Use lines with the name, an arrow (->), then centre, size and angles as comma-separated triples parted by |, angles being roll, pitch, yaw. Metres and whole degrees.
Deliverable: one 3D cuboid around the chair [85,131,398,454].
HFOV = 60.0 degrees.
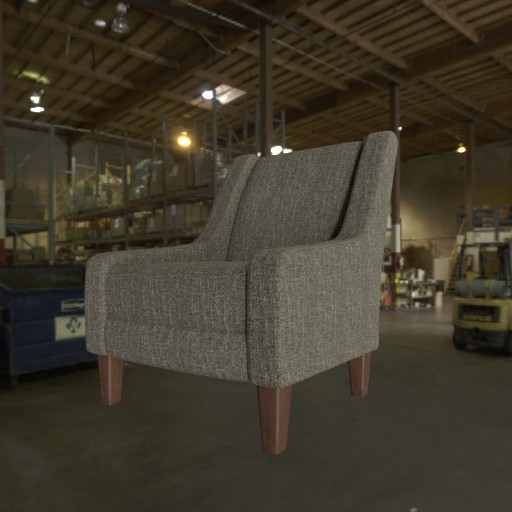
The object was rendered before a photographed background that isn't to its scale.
chair -> 0.000, 0.000, 1.656 | 0.793, 1.012, 0.944 | -1, -1, 35
